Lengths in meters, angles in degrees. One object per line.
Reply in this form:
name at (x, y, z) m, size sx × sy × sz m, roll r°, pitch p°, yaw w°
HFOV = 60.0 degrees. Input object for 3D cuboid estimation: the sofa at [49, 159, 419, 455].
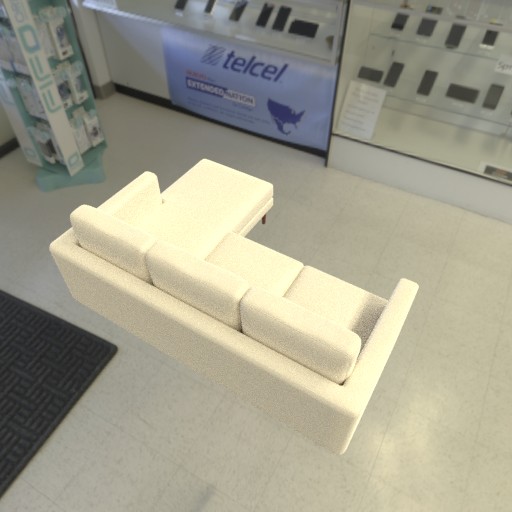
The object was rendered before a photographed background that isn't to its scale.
sofa at (0.000, 0.000, 2.943) m, size 2.029 × 0.899 × 1.580 m, roll 24°, pitch 52°, yaw 21°
